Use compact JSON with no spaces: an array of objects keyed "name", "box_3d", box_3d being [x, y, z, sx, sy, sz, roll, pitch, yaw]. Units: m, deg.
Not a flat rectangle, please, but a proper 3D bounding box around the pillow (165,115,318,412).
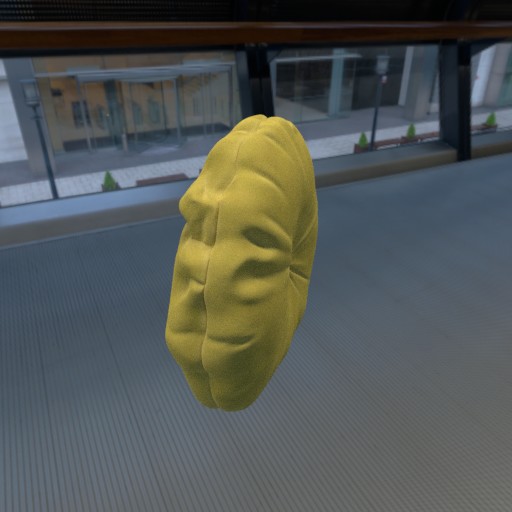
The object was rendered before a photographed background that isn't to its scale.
[{"name":"pillow","box_3d":[0.000,0.000,0.674,0.148,0.407,0.428,9,31,15]}]
